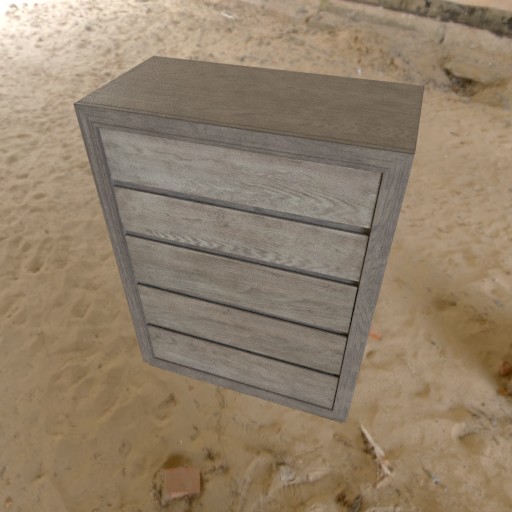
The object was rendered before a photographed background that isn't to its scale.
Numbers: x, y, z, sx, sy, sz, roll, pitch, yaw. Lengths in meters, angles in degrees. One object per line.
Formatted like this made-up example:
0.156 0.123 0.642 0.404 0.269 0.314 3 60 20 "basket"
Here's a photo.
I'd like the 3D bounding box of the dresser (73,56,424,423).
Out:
0.000 0.000 1.771 0.967 1.295 0.483 12 42 14 "dresser"
